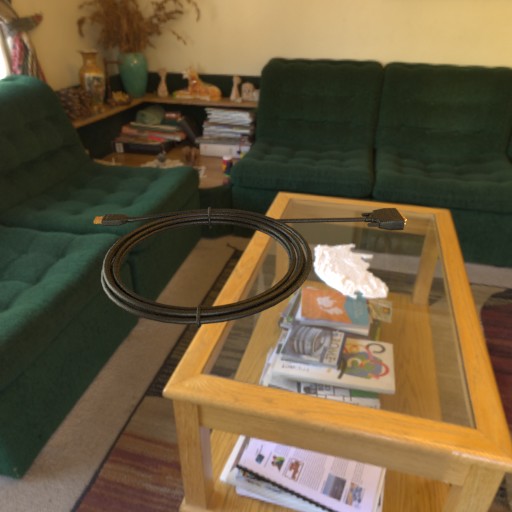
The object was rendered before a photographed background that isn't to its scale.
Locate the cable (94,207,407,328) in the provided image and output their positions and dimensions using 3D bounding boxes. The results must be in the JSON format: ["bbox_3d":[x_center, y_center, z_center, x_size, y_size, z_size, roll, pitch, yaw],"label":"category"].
[{"bbox_3d":[0.000,0.000,0.514,0.422,0.030,0.257,-1,30,-2],"label":"cable"}]
